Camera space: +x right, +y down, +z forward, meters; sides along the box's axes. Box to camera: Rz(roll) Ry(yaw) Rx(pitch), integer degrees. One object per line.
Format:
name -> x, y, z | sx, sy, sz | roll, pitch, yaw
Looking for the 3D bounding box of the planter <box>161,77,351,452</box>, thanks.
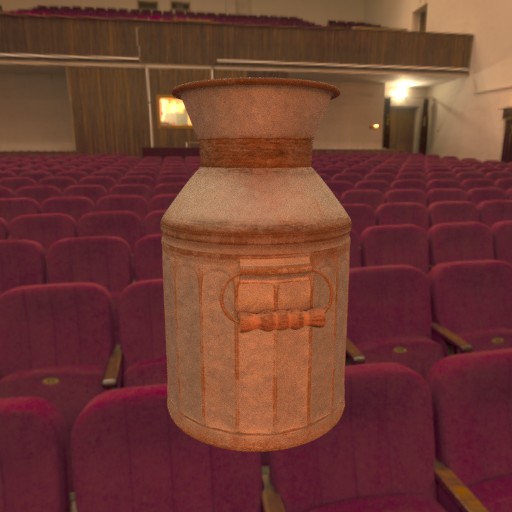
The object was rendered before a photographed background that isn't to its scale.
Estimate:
planter -> 0.000, 0.000, 0.509 | 0.215, 0.358, 0.248 | -2, 13, -10
